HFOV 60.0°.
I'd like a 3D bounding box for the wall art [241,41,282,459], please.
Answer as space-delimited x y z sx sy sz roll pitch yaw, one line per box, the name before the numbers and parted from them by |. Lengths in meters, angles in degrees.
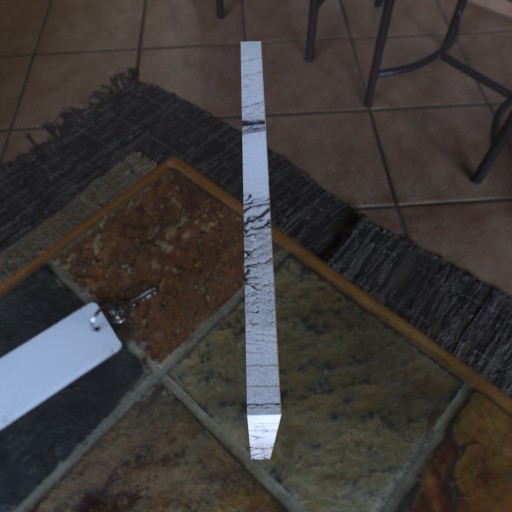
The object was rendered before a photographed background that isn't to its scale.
wall art | 0.000 0.000 0.779 0.035 0.407 0.613 -1 60 -1
